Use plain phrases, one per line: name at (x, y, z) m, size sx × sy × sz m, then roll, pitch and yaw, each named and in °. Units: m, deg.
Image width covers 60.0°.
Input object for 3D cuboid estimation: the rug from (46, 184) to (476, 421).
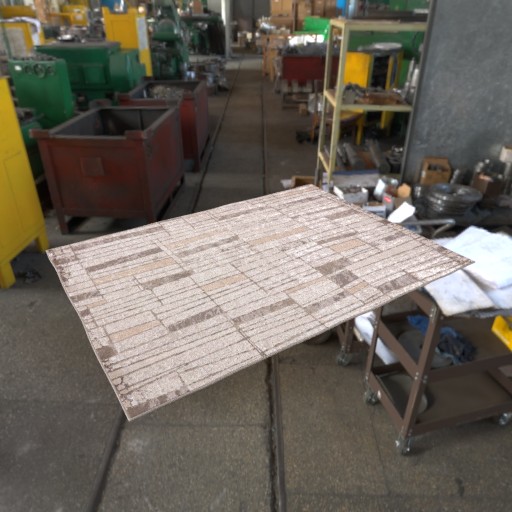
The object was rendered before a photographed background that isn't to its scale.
rug at (0.000, 0.000, 4.263) m, size 3.357 × 0.019 × 2.449 m, roll -18°, pitch 34°, yaw -28°
